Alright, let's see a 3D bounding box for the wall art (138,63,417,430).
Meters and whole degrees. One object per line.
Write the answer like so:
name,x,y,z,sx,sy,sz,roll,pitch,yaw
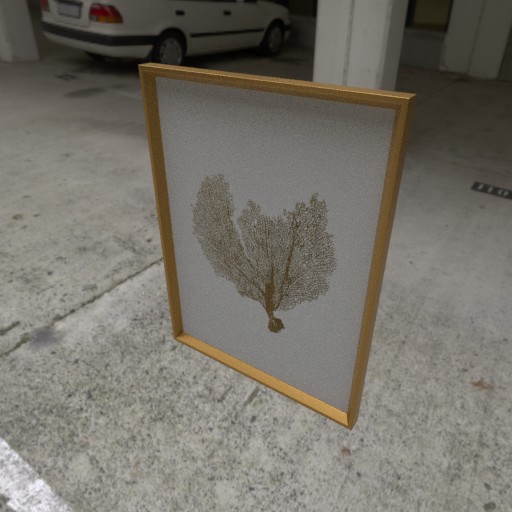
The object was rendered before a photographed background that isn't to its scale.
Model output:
wall art,0.000,0.000,1.070,0.610,0.812,0.038,19,36,28
